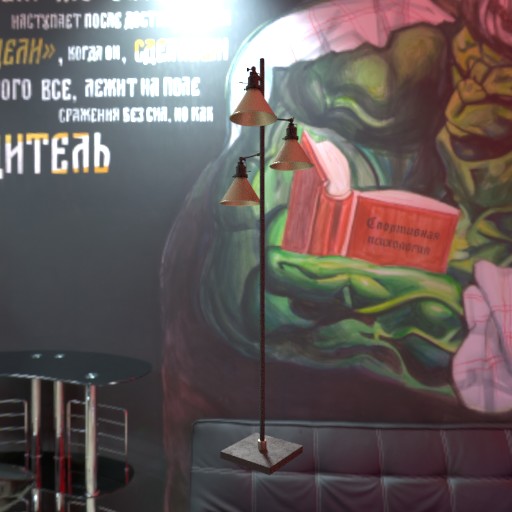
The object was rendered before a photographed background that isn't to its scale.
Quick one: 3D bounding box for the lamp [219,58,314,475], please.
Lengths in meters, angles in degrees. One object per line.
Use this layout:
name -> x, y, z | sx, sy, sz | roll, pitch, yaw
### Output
lamp -> 0.000, 0.000, 1.920 | 0.415, 1.716, 0.428 | 0, -1, 36
